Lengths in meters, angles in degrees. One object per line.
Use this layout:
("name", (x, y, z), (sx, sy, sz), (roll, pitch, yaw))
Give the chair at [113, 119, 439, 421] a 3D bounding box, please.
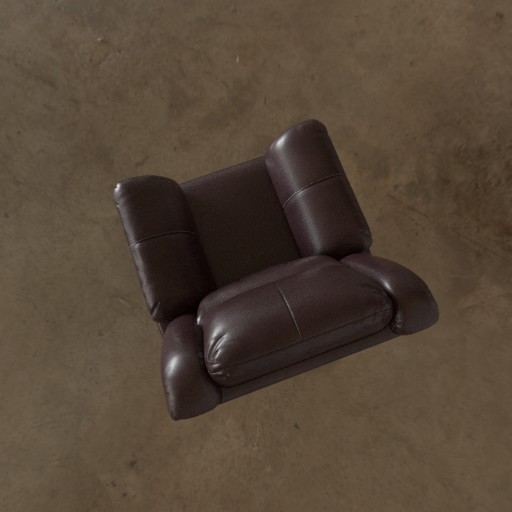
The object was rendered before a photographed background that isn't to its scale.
("chair", (0.000, 0.000, 1.901), (0.990, 1.093, 1.041), (-19, 75, -5))
